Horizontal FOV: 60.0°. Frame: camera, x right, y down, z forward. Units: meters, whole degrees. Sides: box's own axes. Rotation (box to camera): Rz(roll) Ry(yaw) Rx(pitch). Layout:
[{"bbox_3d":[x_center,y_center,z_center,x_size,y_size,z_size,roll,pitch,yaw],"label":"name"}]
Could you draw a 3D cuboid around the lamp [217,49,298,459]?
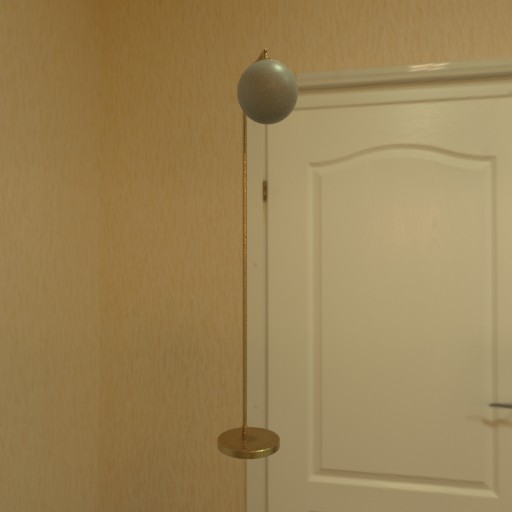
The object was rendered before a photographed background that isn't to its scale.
[{"bbox_3d":[0.000,0.000,1.689,0.249,1.505,0.476,0,-1,-19],"label":"lamp"}]
